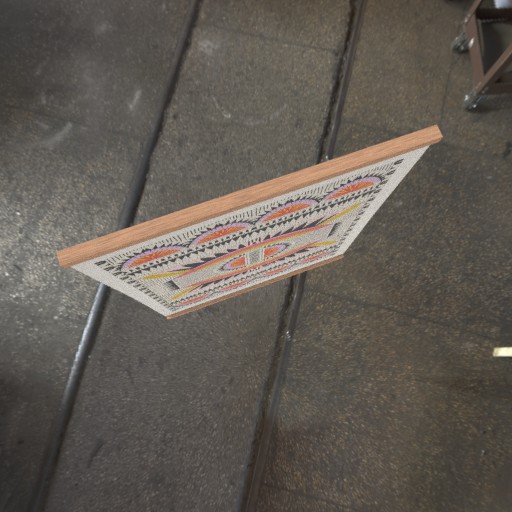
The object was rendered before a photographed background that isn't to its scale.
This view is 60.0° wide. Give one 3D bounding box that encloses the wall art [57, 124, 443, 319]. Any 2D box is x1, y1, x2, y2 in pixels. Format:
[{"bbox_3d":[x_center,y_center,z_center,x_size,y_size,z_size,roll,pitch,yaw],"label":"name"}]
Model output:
[{"bbox_3d":[0.000,0.000,1.325,0.765,1.016,0.028,-19,77,-5],"label":"wall art"}]
